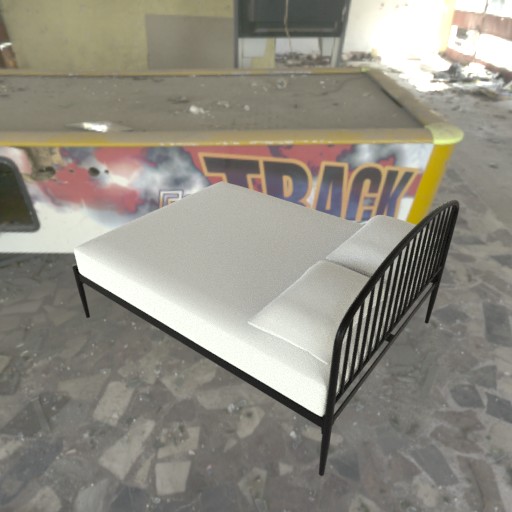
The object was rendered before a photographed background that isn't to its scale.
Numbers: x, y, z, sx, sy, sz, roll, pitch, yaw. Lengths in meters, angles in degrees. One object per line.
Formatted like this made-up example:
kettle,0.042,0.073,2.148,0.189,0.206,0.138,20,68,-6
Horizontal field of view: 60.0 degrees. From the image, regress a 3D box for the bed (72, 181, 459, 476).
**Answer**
bed,0.000,0.000,3.146,2.159,1.166,1.618,22,38,32
